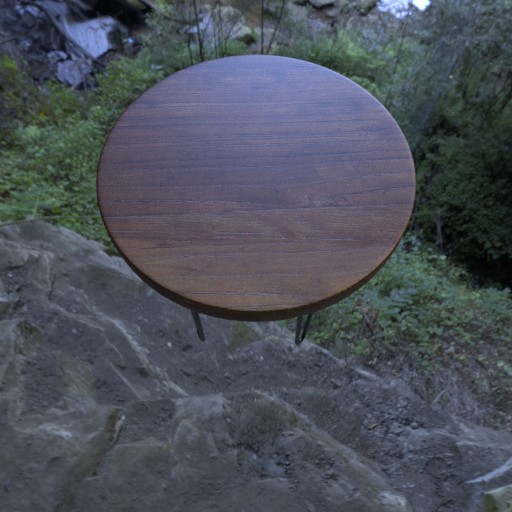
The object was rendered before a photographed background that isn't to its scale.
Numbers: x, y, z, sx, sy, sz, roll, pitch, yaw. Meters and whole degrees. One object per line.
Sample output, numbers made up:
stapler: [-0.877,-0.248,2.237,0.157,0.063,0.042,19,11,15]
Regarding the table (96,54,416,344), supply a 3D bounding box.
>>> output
table: [0.000,0.000,0.789,0.400,0.520,0.400,0,63,0]
